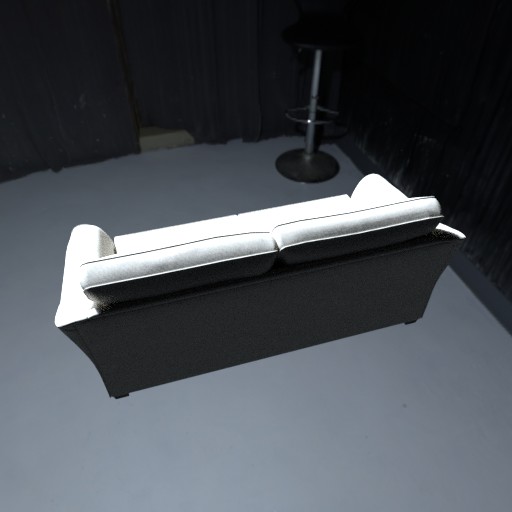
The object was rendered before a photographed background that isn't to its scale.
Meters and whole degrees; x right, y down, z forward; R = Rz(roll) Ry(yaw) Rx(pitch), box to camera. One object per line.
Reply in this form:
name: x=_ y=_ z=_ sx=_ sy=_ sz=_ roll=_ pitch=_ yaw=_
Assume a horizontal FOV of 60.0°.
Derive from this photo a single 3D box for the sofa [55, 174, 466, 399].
sofa: x=0.000 y=0.000 z=2.829 sx=2.270 sy=0.965 sz=0.980 roll=-12 pitch=45 yaw=-12
